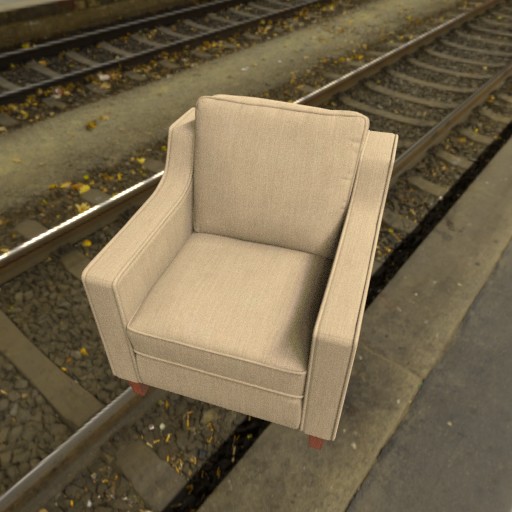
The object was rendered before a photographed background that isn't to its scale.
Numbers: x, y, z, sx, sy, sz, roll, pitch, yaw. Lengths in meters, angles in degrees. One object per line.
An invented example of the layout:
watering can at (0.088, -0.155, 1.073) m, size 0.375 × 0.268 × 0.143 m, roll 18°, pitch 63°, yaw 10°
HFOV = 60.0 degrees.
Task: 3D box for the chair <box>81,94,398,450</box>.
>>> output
chair at (0.000, 0.000, 1.648) m, size 0.831 × 0.960 × 0.909 m, roll 12°, pitch 42°, yaw 13°
